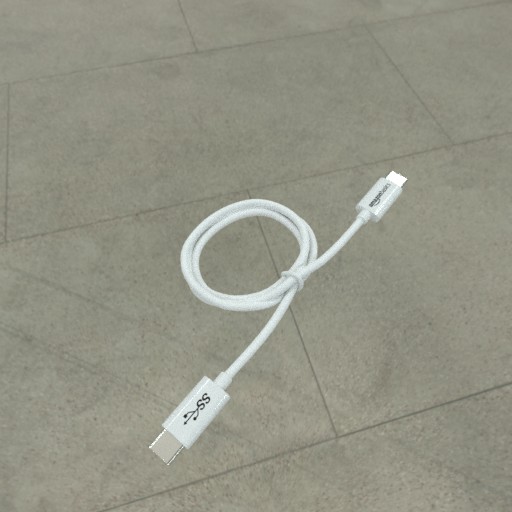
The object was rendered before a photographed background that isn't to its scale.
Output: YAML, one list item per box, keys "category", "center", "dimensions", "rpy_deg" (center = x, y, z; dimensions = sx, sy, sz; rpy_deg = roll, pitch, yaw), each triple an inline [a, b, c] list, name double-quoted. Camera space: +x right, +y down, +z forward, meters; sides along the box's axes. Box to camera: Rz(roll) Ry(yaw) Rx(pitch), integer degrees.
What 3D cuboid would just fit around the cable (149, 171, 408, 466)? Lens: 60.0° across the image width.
- category: "cable"
  center: [0.000, 0.000, 0.215]
  dimensions: [0.070, 0.014, 0.186]
  rpy_deg: [34, 63, 20]
